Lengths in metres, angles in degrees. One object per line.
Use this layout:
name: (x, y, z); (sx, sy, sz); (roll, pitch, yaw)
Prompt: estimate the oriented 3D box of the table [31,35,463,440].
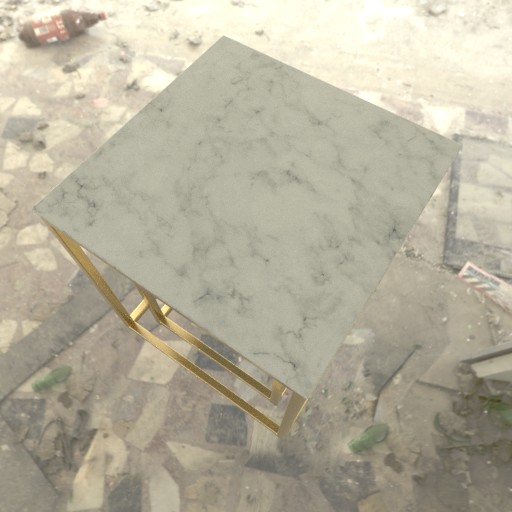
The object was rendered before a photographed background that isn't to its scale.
table: (0.000, 0.000, 0.863); (0.450, 0.500, 0.450); (31, 66, 15)
